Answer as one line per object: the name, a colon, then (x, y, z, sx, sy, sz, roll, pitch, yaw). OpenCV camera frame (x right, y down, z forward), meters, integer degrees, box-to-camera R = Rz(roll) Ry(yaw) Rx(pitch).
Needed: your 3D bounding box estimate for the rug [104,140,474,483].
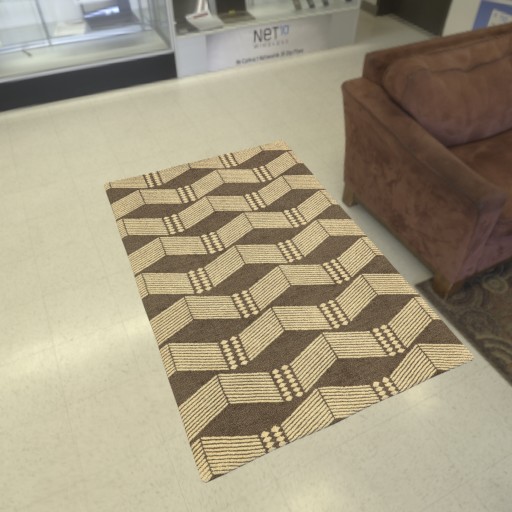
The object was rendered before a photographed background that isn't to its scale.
rug: (0.000, 0.000, 2.271, 1.210, 0.016, 1.833, -18, 49, -16)
